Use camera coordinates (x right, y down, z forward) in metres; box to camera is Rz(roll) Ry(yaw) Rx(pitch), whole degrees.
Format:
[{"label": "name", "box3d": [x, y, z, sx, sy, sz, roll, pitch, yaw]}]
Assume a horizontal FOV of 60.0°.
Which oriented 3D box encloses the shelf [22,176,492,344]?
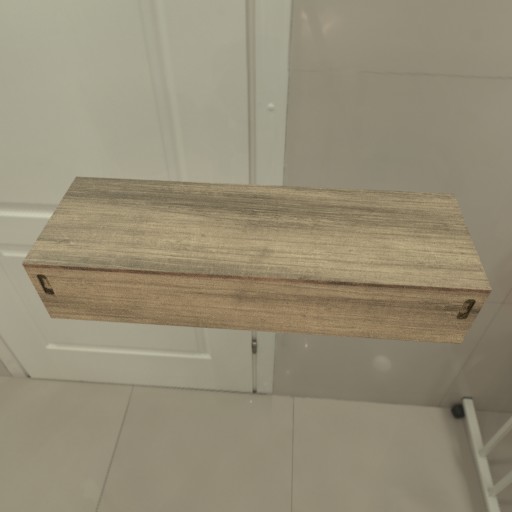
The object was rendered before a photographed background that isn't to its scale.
[{"label": "shelf", "box3d": [0.000, 0.000, 0.687, 0.610, 0.125, 0.200, 3, 45, 3]}]
